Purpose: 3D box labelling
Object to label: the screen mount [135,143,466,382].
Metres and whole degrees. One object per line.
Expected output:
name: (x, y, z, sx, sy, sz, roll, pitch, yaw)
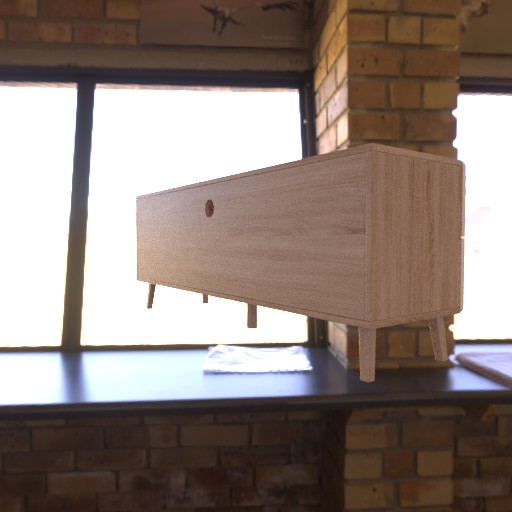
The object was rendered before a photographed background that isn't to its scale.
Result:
screen mount: (0.000, 0.000, 1.752, 0.420, 0.570, 1.500, -1, 3, -36)
